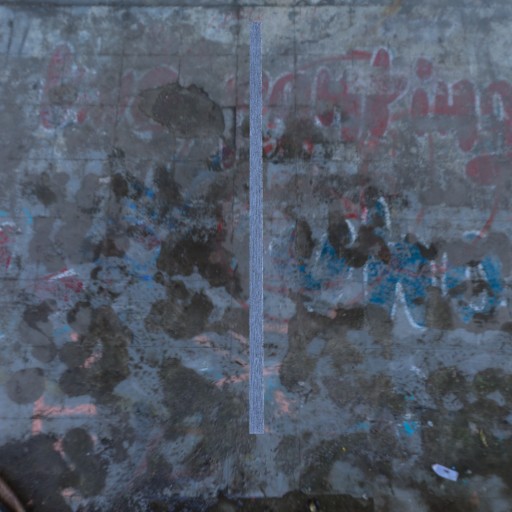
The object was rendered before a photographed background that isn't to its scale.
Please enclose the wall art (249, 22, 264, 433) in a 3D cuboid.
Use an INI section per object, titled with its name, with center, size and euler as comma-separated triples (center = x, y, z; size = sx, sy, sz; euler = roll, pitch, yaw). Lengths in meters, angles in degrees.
[wall art]
center = 0.000, 0.000, 1.035
size = 0.020, 0.685, 0.685
euler = 0, 76, 0
